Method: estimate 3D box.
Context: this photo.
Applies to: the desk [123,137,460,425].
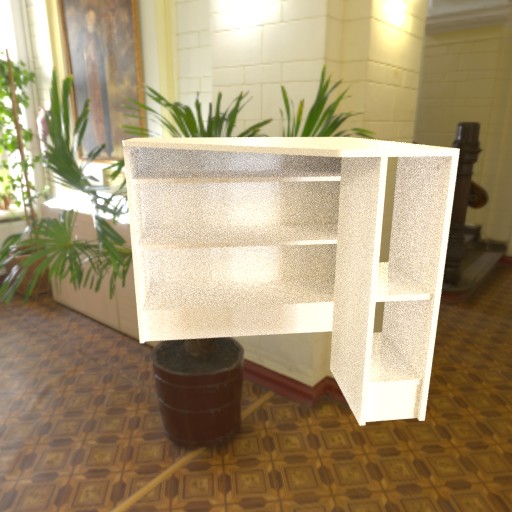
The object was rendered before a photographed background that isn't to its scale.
[{"bbox_3d":[0.000,0.000,1.639,0.940,0.818,0.926,-2,17,-6],"label":"desk"}]
